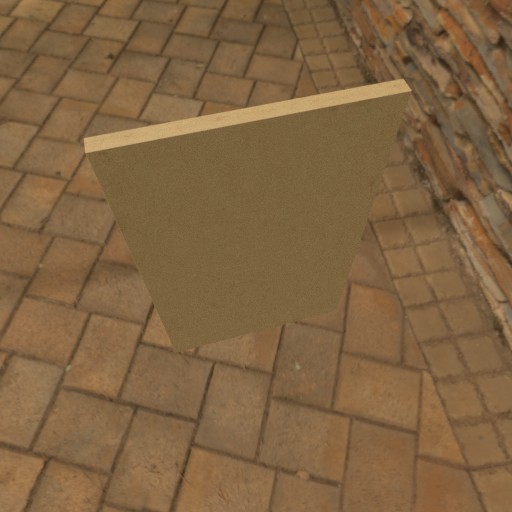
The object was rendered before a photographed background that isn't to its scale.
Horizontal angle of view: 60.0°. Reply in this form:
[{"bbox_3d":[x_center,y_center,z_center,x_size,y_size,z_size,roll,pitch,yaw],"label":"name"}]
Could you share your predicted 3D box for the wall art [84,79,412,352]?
[{"bbox_3d":[0.000,0.000,1.015,0.510,0.810,0.039,-13,59,-8],"label":"wall art"}]
